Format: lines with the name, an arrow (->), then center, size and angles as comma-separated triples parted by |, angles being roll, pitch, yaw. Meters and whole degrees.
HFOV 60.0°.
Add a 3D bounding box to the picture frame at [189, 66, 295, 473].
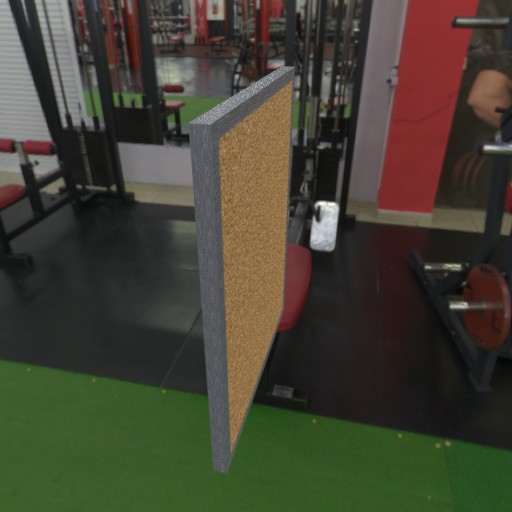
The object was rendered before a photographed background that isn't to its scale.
picture frame -> 0.000, 0.000, 0.773 | 0.029, 0.559, 0.454 | 8, 31, 13
